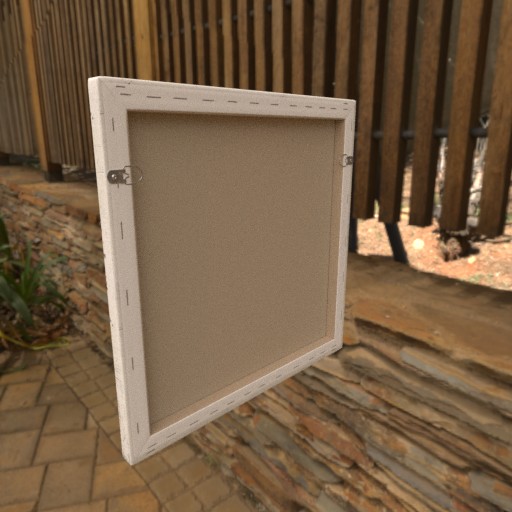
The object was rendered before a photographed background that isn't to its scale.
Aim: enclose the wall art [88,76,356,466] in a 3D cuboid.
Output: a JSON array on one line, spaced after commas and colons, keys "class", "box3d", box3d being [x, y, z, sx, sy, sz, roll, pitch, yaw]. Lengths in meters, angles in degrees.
[{"class": "wall art", "box3d": [0.000, 0.000, 1.090, 0.762, 0.762, 0.038, -15, 21, -43]}]
